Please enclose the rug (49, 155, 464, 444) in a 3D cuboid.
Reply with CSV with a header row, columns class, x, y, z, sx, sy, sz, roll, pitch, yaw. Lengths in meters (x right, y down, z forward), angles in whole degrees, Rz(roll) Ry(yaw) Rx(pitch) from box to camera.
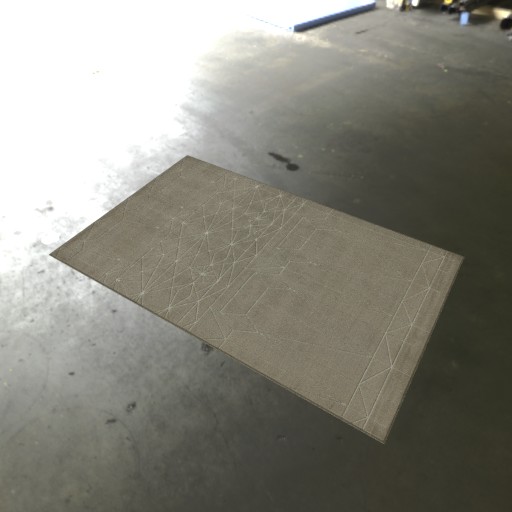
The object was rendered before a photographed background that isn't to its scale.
class,x,y,z,sx,sy,sz,roll,pitch,yaw
rug,0.000,0.000,3.066,2.438,0.012,1.524,24,49,23
